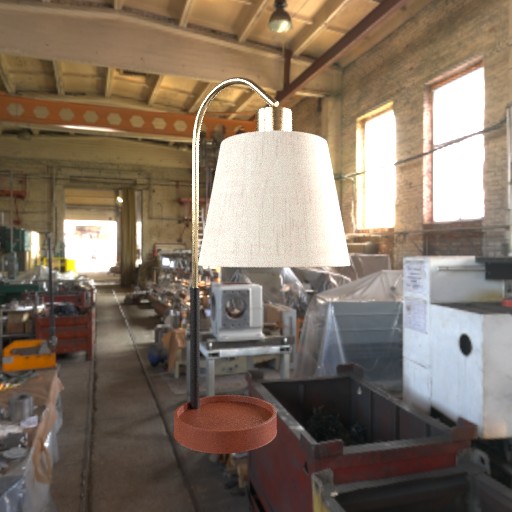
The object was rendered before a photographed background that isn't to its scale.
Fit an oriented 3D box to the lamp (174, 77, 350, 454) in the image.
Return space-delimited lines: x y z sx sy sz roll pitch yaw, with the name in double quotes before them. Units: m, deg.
"lamp" 0.000 0.000 0.642 0.273 0.536 0.211 0 0 37
